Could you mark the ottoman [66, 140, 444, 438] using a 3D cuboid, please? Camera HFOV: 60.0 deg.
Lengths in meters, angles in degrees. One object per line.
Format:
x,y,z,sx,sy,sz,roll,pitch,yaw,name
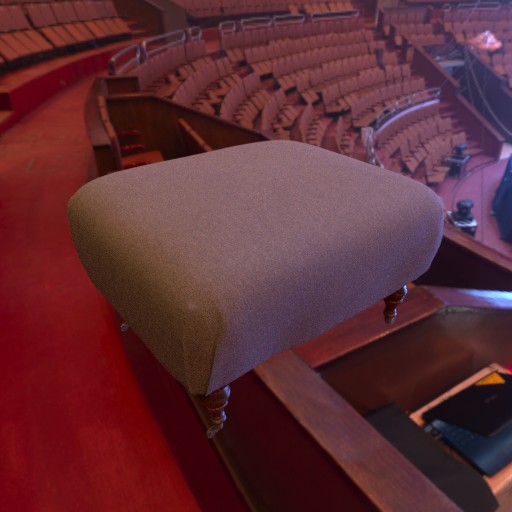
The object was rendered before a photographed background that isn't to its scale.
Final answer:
0.000,0.000,1.121,0.747,0.450,0.622,-22,36,-32,ottoman
